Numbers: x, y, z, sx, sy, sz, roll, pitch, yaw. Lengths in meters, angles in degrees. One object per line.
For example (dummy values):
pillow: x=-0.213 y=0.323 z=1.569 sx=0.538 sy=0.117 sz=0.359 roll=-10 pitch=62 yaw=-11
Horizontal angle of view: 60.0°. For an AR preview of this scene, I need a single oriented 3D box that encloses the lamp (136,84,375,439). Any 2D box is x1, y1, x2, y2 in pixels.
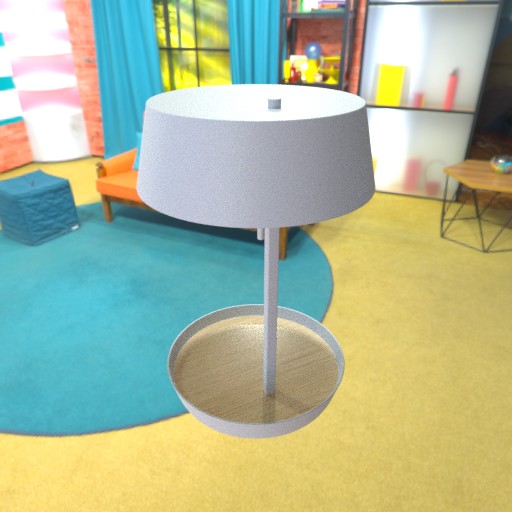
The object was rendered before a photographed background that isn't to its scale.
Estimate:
lamp: x=0.000 y=0.000 z=0.606 sx=0.291 sy=0.429 sz=0.291 roll=0 pitch=28 yaw=0
